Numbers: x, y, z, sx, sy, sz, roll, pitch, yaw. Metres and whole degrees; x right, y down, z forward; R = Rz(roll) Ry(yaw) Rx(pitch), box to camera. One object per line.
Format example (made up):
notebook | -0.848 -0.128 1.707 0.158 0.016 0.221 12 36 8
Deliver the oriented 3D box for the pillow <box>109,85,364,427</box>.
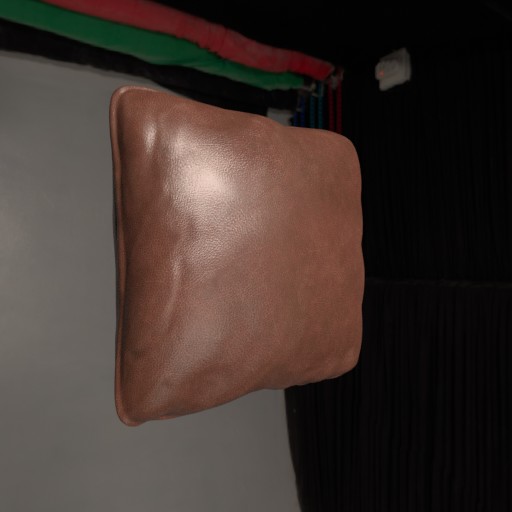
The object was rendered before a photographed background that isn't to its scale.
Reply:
pillow | 0.000 0.000 0.809 0.532 0.523 0.236 0 0 -36
